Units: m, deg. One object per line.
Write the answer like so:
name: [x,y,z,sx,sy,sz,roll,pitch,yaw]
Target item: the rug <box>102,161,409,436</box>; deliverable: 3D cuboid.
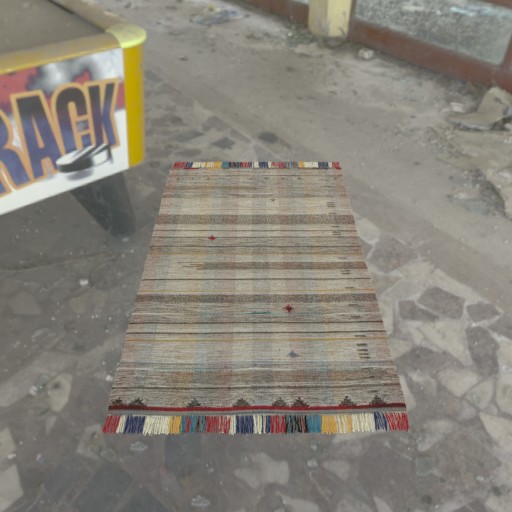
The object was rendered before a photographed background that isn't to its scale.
rug: [0.000,0.000,2.952,1.465,0.012,2.465,0,42,0]
